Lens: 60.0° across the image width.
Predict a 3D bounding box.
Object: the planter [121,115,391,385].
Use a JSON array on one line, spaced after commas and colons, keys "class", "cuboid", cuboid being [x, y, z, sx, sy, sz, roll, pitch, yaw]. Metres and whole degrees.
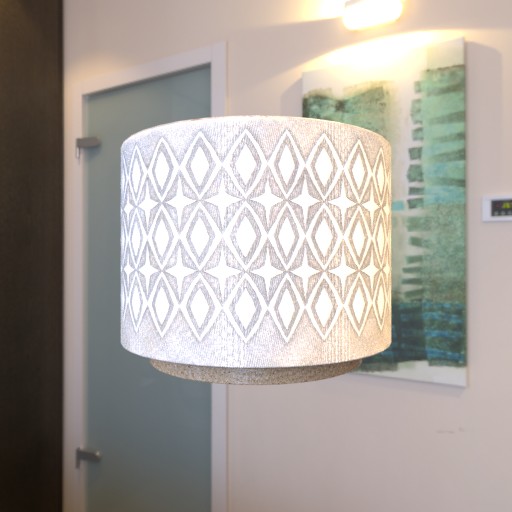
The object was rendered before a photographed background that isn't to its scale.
[{"class": "planter", "cuboid": [0.000, 0.000, 0.319, 0.186, 0.144, 0.186, 0, 0, 0]}]
